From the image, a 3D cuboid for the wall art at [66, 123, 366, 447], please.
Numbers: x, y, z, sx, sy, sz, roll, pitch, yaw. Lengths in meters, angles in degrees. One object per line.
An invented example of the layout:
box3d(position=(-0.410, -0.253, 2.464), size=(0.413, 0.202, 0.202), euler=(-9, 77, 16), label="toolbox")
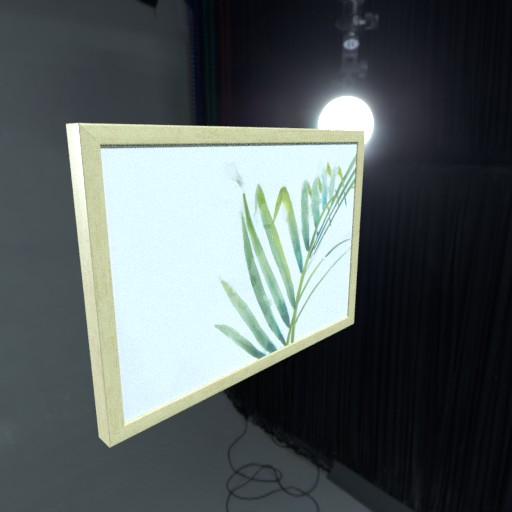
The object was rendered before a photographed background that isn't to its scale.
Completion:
box3d(position=(0.000, 0.000, 0.685), size=(0.533, 0.381, 0.032), euler=(-14, 21, -43), label="wall art")
